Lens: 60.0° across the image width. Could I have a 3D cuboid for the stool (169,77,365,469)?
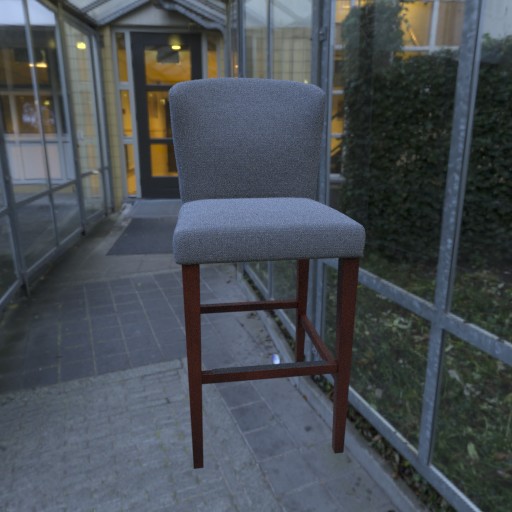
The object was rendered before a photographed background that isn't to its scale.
[{"bbox_3d":[0.000,0.000,1.357,0.486,1.069,0.568,-2,16,-8],"label":"stool"}]
